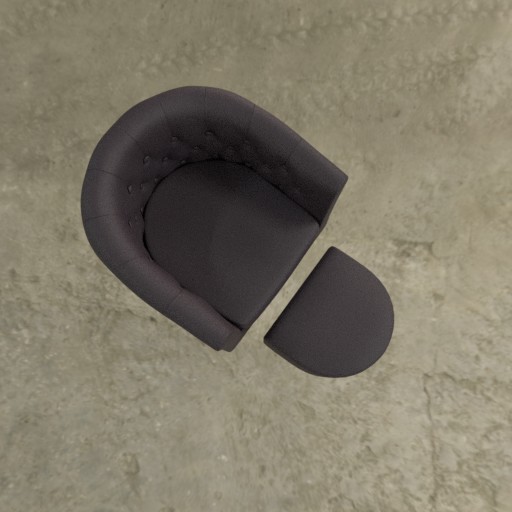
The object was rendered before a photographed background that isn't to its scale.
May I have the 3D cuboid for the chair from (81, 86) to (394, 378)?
[{"bbox_3d":[0.000,0.000,1.689,1.191,0.760,0.763,36,78,9],"label":"chair"}]
